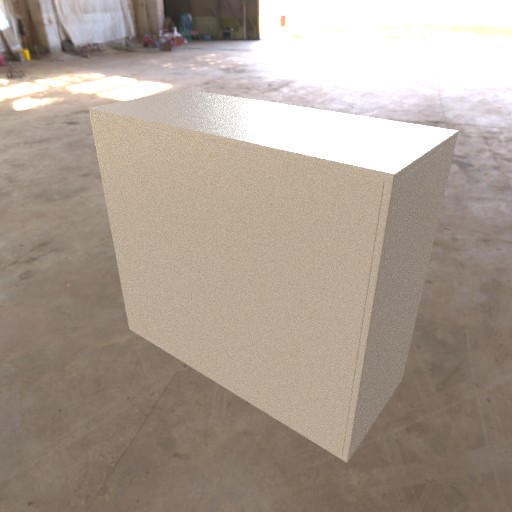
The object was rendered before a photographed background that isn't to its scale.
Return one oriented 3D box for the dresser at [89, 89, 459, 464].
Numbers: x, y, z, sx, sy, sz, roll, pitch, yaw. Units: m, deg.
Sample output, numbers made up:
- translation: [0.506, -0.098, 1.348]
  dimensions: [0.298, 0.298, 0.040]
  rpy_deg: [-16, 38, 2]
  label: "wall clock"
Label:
- translation: [0.000, 0.000, 1.641]
  dimensions: [1.100, 1.000, 0.460]
  rpy_deg: [21, 36, 32]
  label: "dresser"
